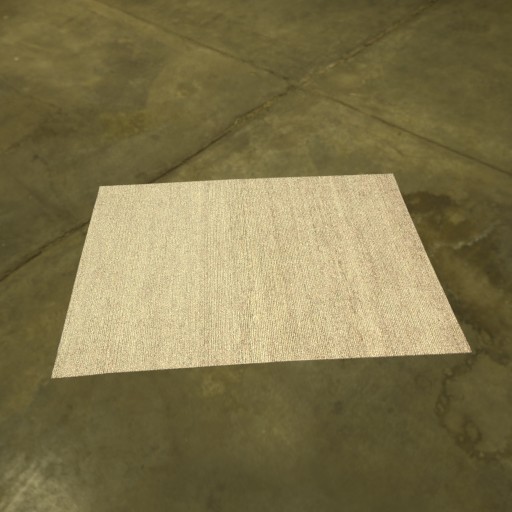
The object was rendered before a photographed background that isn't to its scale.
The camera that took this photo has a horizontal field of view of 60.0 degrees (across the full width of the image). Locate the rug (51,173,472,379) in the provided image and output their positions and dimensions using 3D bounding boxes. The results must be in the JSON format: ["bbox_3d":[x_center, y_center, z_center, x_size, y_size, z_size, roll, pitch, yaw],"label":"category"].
[{"bbox_3d":[0.000,0.000,2.975,2.342,0.030,1.609,-3,49,-2],"label":"rug"}]
